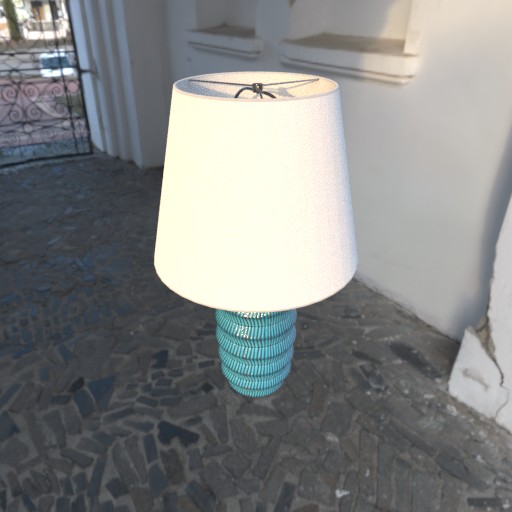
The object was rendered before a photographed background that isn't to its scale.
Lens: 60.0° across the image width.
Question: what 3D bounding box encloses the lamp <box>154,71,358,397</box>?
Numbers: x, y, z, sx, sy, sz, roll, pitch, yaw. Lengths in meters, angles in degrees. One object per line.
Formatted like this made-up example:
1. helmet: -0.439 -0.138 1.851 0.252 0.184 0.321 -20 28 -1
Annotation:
1. lamp: 0.000 0.000 0.791 0.355 0.582 0.355 0 30 0
